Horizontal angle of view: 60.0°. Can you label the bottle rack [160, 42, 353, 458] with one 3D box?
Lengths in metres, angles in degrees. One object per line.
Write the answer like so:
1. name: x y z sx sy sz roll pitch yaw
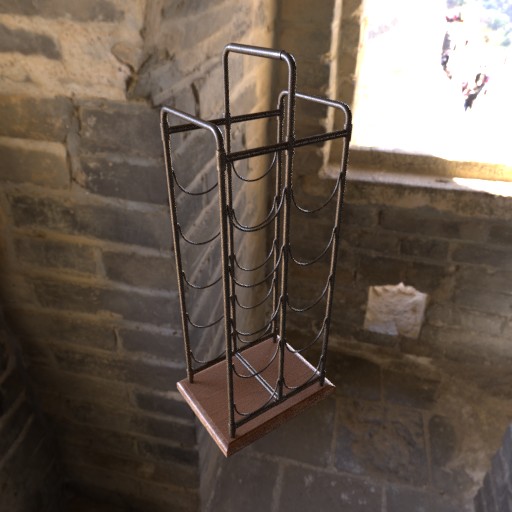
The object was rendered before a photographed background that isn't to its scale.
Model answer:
1. bottle rack: 0.000 0.000 0.791 0.276 0.680 0.208 -20 36 -30
